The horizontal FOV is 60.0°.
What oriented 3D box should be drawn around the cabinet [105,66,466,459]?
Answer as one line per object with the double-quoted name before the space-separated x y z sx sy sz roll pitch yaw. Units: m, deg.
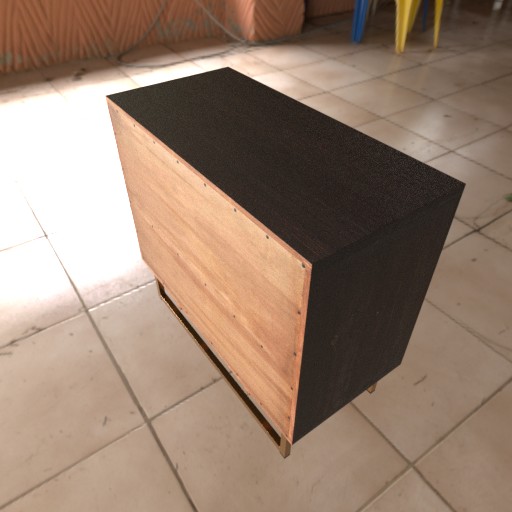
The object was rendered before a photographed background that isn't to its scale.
"cabinet" 0.000 0.000 1.445 0.451 0.860 0.950 -26 47 -26
